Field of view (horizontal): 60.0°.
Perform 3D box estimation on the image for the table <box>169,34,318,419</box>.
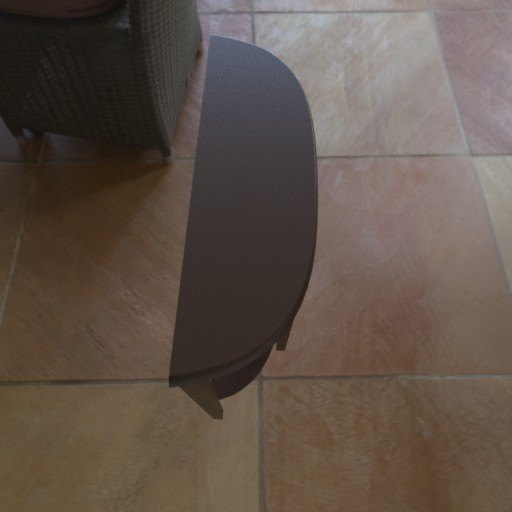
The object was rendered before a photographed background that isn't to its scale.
[{"bbox_3d":[0.000,0.000,1.341,0.274,0.831,0.909,2,65,1],"label":"table"}]
